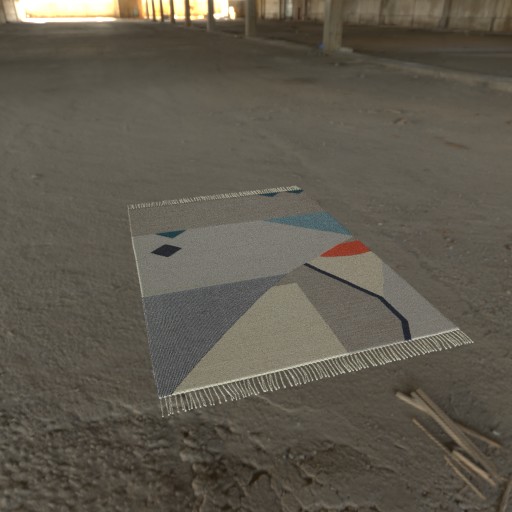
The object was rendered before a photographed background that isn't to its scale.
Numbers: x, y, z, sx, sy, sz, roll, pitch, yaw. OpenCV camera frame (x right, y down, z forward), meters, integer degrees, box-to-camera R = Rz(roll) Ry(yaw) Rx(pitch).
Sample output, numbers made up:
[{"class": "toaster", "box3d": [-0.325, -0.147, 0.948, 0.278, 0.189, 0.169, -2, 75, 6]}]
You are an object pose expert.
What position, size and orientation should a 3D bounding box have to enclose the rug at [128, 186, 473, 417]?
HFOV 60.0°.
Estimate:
[{"class": "rug", "box3d": [0.000, 0.000, 2.333, 1.220, 0.005, 1.828, -9, 30, -15]}]
